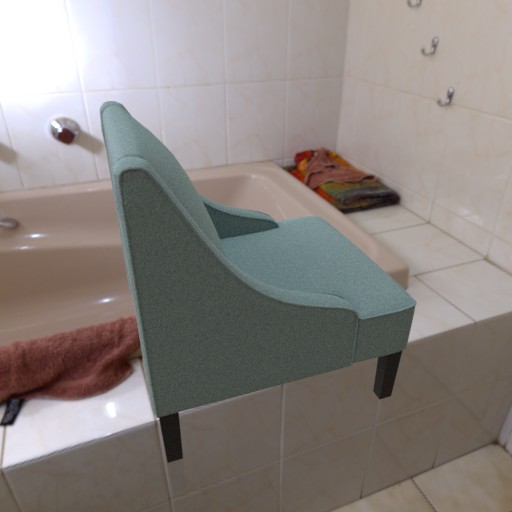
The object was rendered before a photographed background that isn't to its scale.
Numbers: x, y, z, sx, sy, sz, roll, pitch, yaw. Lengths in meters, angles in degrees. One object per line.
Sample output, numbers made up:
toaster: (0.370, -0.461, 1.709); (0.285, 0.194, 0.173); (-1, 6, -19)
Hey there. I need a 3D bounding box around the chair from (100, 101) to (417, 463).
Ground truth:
chair: (0.000, 0.000, 1.818); (1.025, 1.133, 0.857); (-10, 31, -17)
